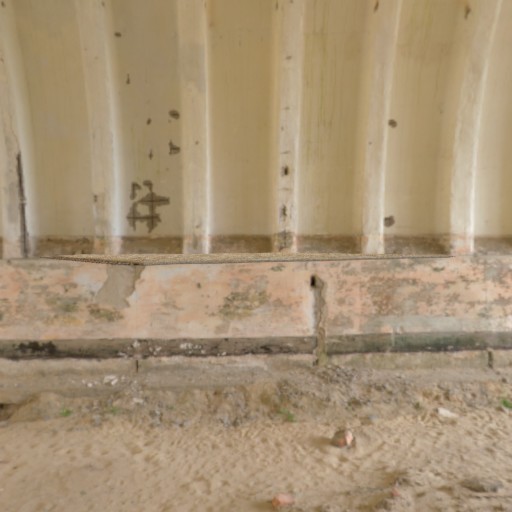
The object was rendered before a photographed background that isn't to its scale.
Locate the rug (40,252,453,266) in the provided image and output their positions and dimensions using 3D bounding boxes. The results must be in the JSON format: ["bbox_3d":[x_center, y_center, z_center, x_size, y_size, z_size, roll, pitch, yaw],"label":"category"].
[{"bbox_3d":[0.000,0.000,3.026,2.434,0.027,1.529,-1,1,-37],"label":"rug"}]
